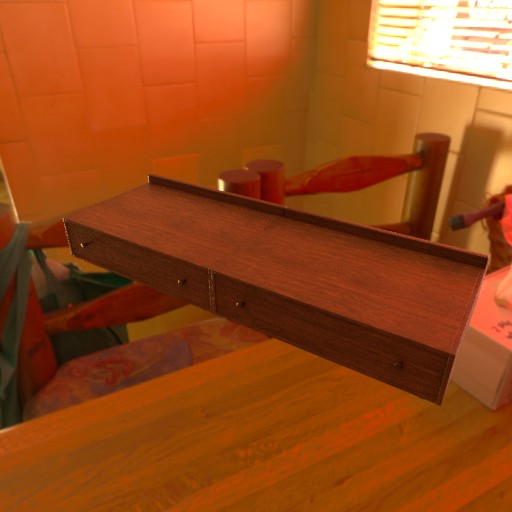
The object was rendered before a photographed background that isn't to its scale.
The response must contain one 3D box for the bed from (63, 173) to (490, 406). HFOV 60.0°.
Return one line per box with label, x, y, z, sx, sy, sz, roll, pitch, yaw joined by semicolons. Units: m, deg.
bed;0.000;0.000;2.291;2.057;0.326;0.787;17;34;28
